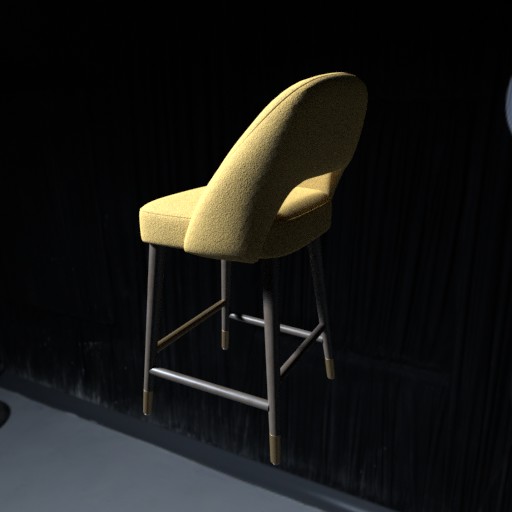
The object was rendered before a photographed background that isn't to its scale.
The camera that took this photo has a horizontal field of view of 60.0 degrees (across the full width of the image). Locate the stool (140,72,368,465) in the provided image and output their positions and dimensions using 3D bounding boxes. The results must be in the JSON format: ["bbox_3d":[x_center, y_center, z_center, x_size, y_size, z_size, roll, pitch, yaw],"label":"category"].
[{"bbox_3d":[0.000,0.000,1.254,0.522,0.939,0.536,9,20,27],"label":"stool"}]
